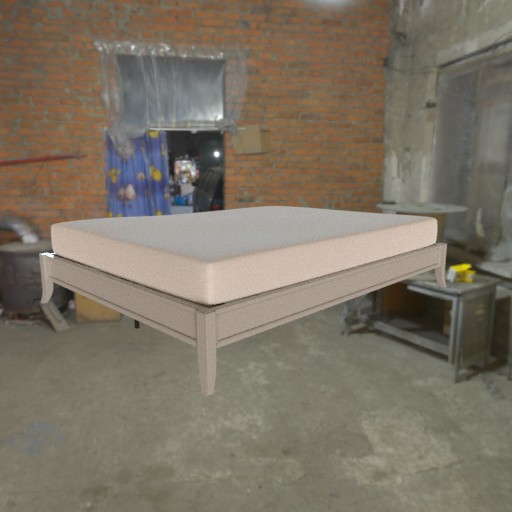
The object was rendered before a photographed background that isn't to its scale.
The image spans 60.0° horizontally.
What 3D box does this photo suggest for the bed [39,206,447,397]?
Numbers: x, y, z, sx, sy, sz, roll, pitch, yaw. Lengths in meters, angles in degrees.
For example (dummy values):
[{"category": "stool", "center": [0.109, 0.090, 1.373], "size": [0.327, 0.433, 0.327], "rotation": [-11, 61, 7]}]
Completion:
[{"category": "bed", "center": [0.000, 0.000, 2.824], "size": [1.604, 0.510, 2.108], "rotation": [11, 16, 44]}]
